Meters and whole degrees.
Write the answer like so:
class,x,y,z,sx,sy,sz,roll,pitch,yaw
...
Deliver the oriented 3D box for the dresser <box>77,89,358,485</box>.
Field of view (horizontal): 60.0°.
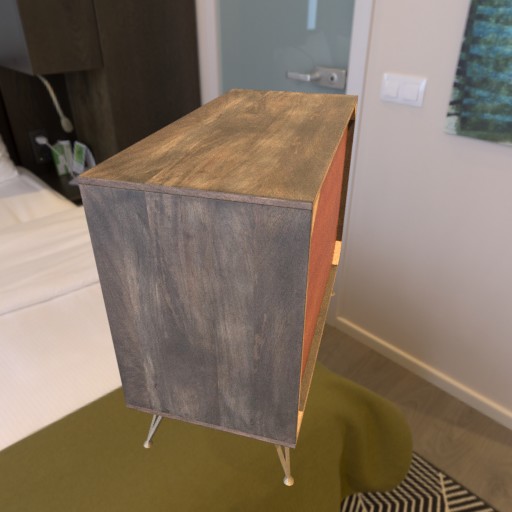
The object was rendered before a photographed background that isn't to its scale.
class,x,y,z,sx,sy,sz,roll,pitch,yaw
dresser,0.000,0.000,1.363,0.453,0.801,0.923,8,32,14
